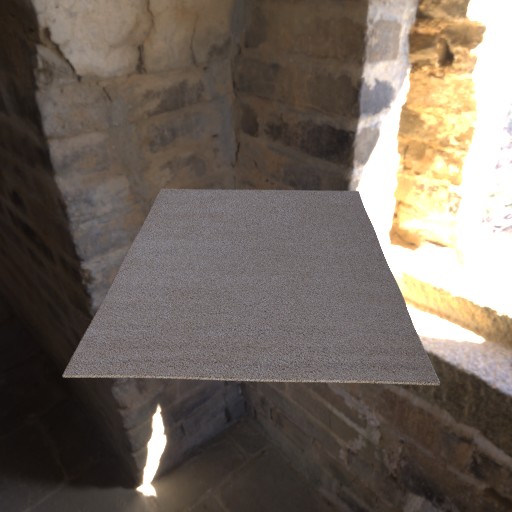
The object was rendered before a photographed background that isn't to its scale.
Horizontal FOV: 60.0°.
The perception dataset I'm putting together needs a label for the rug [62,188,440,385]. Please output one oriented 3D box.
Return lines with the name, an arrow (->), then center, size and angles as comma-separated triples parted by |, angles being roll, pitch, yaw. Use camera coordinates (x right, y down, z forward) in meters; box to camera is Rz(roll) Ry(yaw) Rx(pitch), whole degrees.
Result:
rug -> 0.000, 0.000, 4.087 | 2.400, 0.026, 3.000 | 1, 32, 1
